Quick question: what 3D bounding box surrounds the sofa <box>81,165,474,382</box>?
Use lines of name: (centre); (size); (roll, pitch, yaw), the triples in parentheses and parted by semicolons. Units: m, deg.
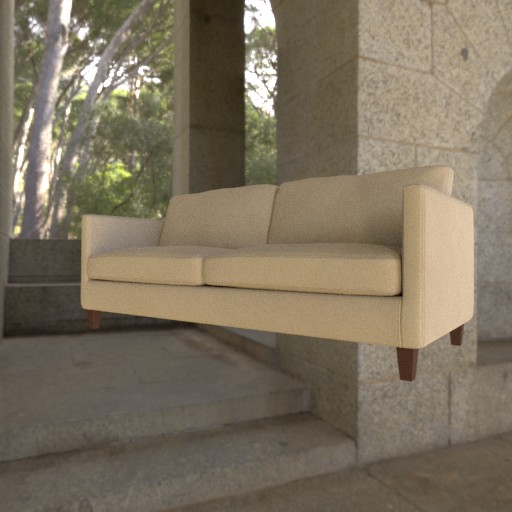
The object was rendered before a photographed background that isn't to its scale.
sofa: (0.000, 0.000, 2.593); (2.181, 0.932, 0.948); (0, 0, 36)
